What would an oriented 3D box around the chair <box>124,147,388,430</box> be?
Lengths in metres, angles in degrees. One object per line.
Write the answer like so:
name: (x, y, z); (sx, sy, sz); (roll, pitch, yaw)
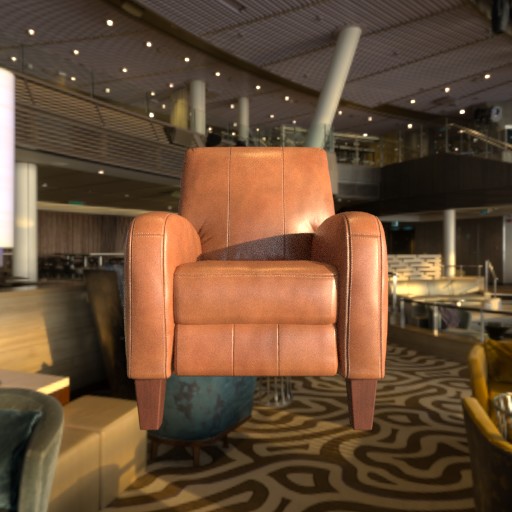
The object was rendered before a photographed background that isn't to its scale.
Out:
chair: (0.000, 0.000, 1.684); (0.762, 0.990, 0.990); (0, 0, 0)
